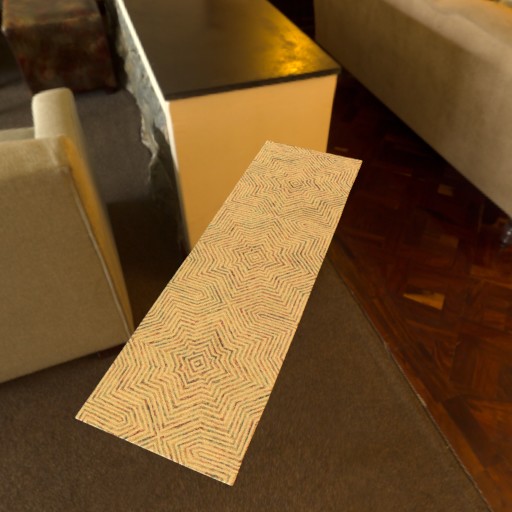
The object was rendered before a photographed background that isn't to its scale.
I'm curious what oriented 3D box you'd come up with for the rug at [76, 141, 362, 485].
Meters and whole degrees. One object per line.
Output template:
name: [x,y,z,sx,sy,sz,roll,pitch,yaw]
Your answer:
rug: [0.000,0.000,2.654,0.771,0.009,2.443,16,48,15]
